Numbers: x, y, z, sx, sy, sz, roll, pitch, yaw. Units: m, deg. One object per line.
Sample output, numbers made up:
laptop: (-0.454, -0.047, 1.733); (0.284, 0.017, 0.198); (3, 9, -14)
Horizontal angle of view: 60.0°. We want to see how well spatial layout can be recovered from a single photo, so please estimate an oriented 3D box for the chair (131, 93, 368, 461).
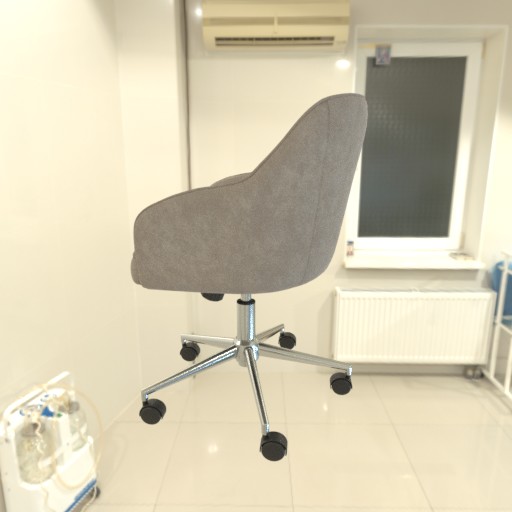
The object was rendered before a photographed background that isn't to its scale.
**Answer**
chair: (0.000, 0.000, 1.248); (0.573, 0.831, 0.635); (2, 14, 8)
